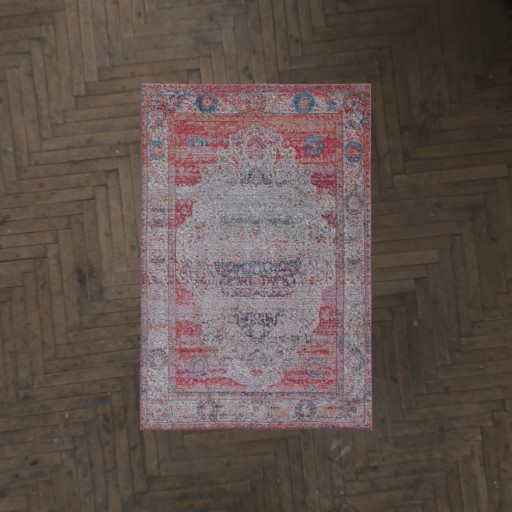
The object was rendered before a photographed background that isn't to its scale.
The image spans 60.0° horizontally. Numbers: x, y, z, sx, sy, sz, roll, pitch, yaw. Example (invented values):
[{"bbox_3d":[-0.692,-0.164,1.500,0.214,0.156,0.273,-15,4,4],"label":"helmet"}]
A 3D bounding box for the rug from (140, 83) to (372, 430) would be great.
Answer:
[{"bbox_3d":[0.000,0.000,2.337,1.219,0.006,1.829,0,89,0],"label":"rug"}]
